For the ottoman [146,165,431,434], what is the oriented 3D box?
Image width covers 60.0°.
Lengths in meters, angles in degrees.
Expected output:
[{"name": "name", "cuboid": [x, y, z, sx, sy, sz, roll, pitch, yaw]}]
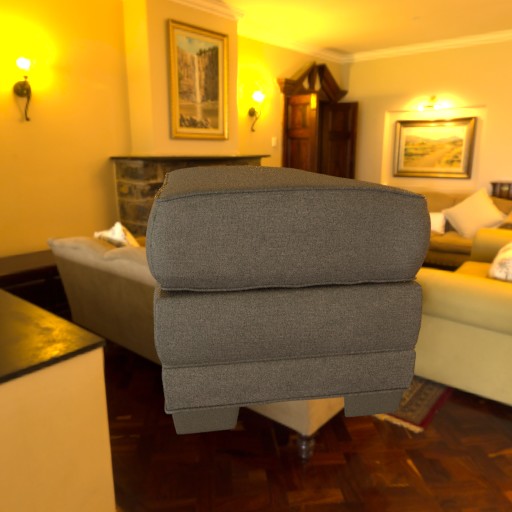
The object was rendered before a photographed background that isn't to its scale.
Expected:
[{"name": "ottoman", "cuboid": [0.000, 0.000, 1.146, 0.490, 0.448, 0.864, -2, 14, -9]}]
